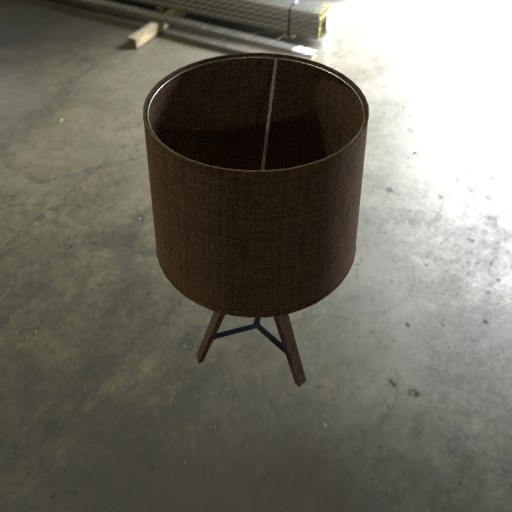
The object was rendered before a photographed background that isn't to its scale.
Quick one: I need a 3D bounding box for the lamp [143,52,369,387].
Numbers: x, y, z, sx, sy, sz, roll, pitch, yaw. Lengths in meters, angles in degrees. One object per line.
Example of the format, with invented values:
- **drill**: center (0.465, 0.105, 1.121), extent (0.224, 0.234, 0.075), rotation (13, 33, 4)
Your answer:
- **lamp**: center (0.000, 0.000, 0.684), extent (0.290, 0.514, 0.290), rotation (0, 49, 0)
